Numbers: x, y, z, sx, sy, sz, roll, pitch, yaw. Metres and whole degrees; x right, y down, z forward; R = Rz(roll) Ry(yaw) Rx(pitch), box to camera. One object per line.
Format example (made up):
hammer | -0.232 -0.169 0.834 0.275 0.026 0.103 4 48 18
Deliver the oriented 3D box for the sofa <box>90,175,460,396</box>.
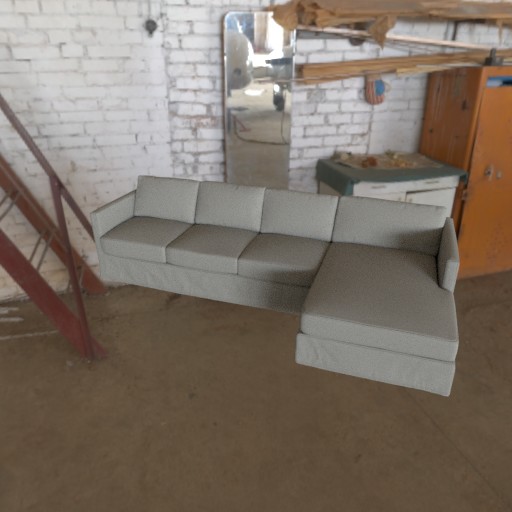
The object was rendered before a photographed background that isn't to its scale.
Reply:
sofa | 0.000 0.000 3.819 3.177 0.867 1.622 8 27 17
